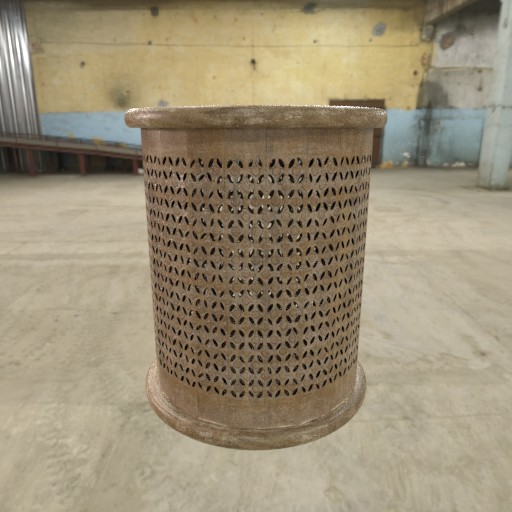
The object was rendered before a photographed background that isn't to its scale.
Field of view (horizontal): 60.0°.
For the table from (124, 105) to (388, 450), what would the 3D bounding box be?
[{"bbox_3d":[0.000,0.000,0.775,0.407,0.482,0.407,0,16,0],"label":"table"}]
